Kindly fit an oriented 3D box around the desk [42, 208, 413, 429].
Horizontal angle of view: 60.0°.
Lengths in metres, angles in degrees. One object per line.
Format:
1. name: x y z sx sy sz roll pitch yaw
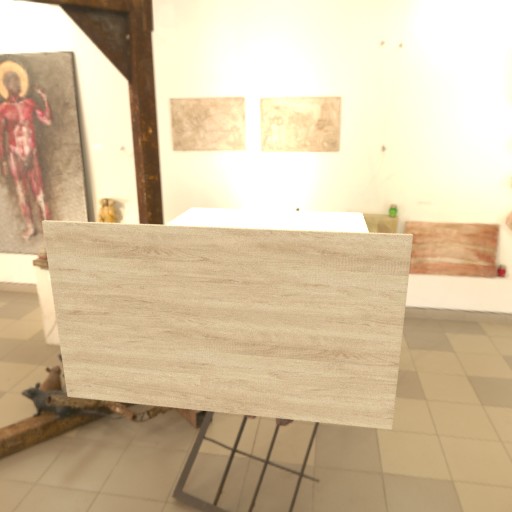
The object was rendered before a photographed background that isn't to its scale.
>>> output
1. desk: 0.000 0.000 2.649 1.400 0.800 1.900 3 17 9
